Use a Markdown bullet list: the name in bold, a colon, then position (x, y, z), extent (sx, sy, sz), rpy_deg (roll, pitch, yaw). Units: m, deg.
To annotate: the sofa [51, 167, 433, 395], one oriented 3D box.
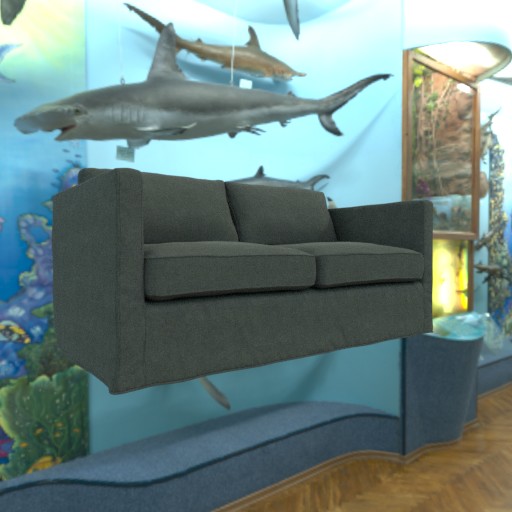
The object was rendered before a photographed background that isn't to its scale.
- **sofa**: position (0.000, 0.000, 2.297), extent (1.802, 0.854, 0.974), rpy_deg (-1, 1, -36)
